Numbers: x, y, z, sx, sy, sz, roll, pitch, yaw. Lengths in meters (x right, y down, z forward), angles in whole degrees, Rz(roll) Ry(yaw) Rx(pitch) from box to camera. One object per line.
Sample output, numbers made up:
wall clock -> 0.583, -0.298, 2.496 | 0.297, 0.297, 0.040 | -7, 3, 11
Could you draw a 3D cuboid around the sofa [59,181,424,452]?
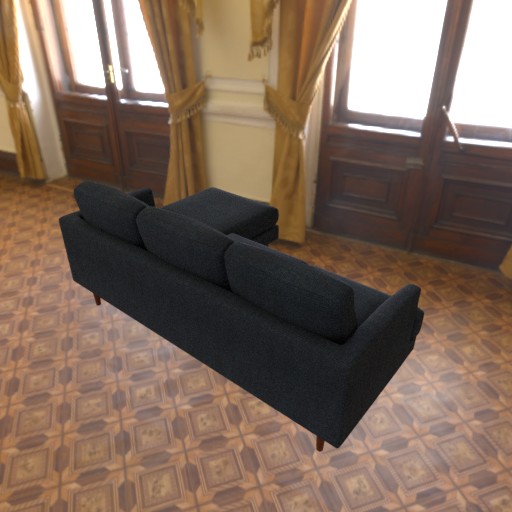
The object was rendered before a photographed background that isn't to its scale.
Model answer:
sofa -> 0.000, 0.000, 2.979 | 2.233, 0.956, 1.504 | 22, 37, 33
